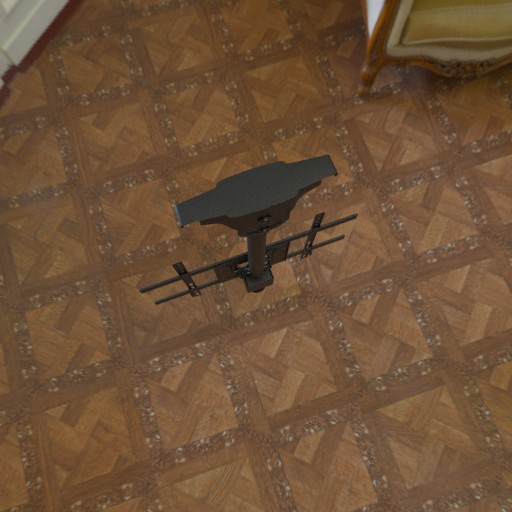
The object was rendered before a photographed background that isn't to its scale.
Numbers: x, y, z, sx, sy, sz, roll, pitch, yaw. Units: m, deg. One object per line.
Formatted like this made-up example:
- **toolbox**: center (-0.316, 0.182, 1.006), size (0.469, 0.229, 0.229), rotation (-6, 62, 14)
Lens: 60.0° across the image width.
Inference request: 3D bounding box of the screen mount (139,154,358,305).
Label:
- **screen mount**: center (0.000, 0.000, 1.051), size (0.595, 0.775, 0.090), rotation (-19, 75, -5)
